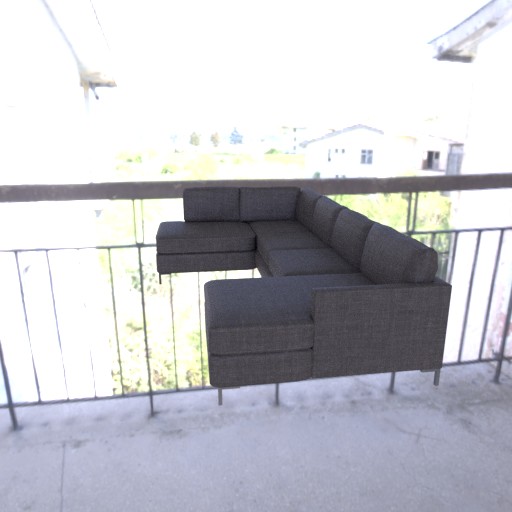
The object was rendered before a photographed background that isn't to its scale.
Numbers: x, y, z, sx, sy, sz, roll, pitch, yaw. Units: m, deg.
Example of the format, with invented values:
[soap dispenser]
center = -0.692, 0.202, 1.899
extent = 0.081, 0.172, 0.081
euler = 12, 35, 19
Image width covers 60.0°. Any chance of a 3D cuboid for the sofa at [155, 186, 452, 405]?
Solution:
[sofa]
center = 0.000, 0.000, 4.335
extent = 2.048, 0.999, 3.423
euler = -2, 16, -8
